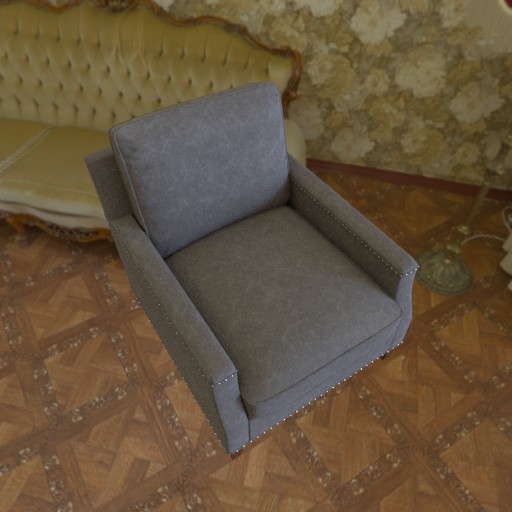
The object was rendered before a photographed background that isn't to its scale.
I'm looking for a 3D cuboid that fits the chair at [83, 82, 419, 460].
[{"bbox_3d":[0.000,0.000,1.711,0.853,0.948,1.014,-26,53,-22],"label":"chair"}]
